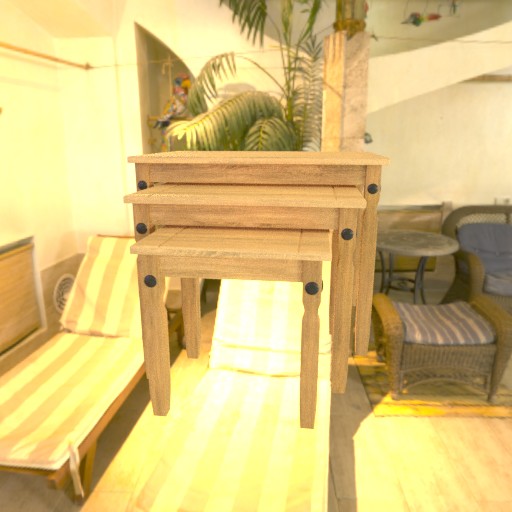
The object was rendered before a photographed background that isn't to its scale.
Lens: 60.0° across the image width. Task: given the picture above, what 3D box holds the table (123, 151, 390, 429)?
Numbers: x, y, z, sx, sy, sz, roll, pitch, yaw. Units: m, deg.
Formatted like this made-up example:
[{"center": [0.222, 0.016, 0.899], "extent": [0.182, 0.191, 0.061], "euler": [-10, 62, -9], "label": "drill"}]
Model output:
[{"center": [0.000, 0.000, 1.217], "extent": [0.660, 0.535, 0.773], "euler": [2, 15, 8], "label": "table"}]
